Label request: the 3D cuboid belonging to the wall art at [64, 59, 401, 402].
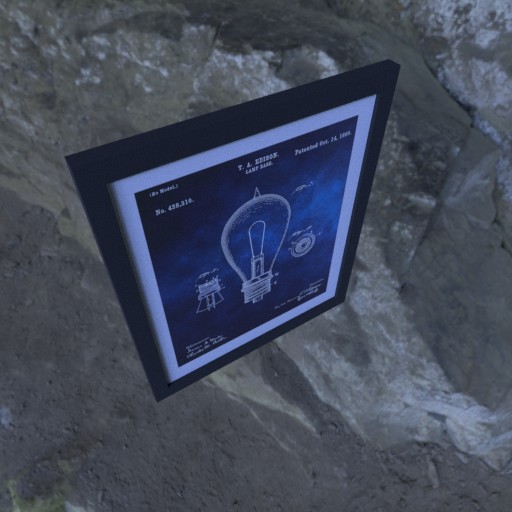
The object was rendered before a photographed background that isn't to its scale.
[{"bbox_3d":[0.000,0.000,0.688,0.428,0.505,0.023,-24,51,-21],"label":"wall art"}]
